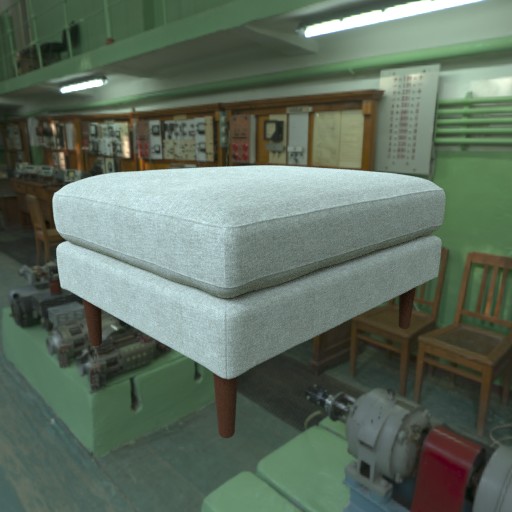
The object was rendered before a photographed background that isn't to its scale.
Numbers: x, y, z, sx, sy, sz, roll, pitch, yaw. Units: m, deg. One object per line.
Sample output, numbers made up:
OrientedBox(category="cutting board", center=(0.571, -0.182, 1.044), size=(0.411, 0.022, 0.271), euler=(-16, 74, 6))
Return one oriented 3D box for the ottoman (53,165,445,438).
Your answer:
OrientedBox(category="ottoman", center=(0.000, 0.000, 1.214), size=(0.821, 0.474, 0.693), euler=(-14, 20, -43))
